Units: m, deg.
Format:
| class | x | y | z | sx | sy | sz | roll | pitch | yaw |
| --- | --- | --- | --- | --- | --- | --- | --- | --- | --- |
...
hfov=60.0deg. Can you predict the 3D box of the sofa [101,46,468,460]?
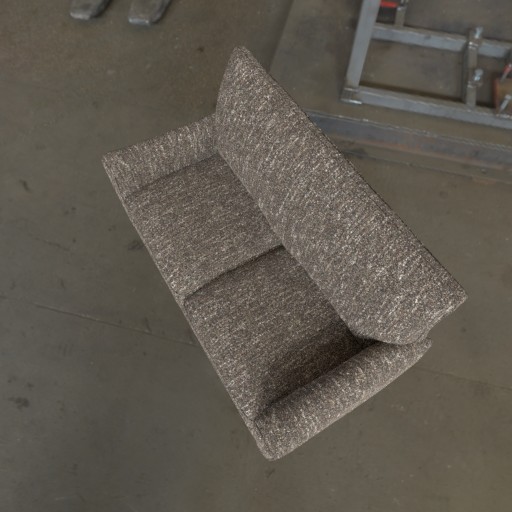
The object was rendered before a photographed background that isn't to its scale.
| class | x | y | z | sx | sy | sz | roll | pitch | yaw |
| --- | --- | --- | --- | --- | --- | --- | --- | --- | --- |
| sofa | 0.000 | 0.000 | 2.000 | 0.801 | 0.946 | 1.519 | -28 | 66 | -14 |
